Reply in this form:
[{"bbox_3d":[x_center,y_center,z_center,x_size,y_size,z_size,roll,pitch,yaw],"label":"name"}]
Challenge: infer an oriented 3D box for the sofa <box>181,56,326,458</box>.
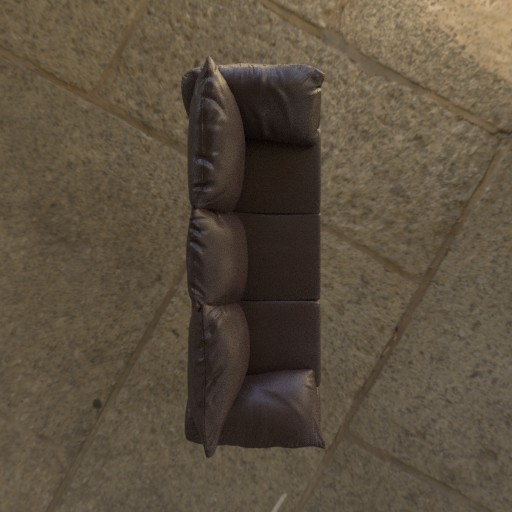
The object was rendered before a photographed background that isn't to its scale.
[{"bbox_3d":[0.000,0.000,2.909,0.907,1.091,2.390,0,90,0],"label":"sofa"}]
